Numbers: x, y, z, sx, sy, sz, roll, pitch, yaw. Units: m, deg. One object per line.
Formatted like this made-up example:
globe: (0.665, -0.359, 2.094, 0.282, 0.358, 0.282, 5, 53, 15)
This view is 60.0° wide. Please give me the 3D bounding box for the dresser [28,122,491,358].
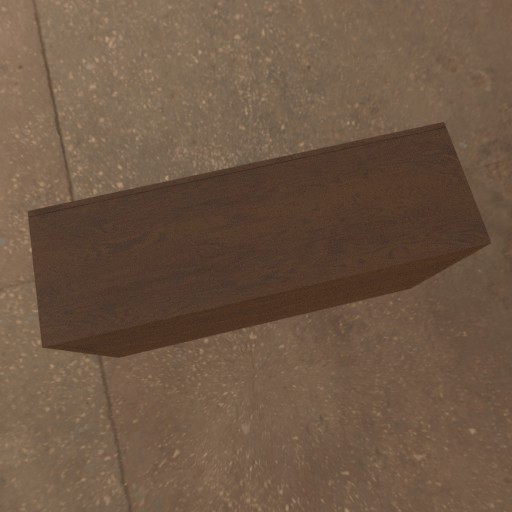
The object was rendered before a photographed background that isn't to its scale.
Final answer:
dresser: (0.000, 0.000, 1.952, 1.523, 0.889, 0.512, -13, 75, -3)
